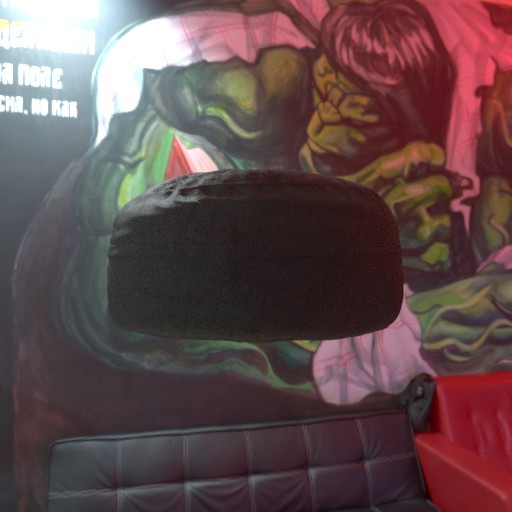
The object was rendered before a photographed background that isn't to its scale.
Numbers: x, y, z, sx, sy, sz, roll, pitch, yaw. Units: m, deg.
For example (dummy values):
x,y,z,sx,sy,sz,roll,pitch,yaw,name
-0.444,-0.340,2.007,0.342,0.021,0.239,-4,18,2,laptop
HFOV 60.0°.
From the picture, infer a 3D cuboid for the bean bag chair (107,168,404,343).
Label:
x,y,z,sx,sy,sz,roll,pitch,yaw,name
0.000,0.000,2.410,1.525,0.751,1.525,0,-1,0,bean bag chair
